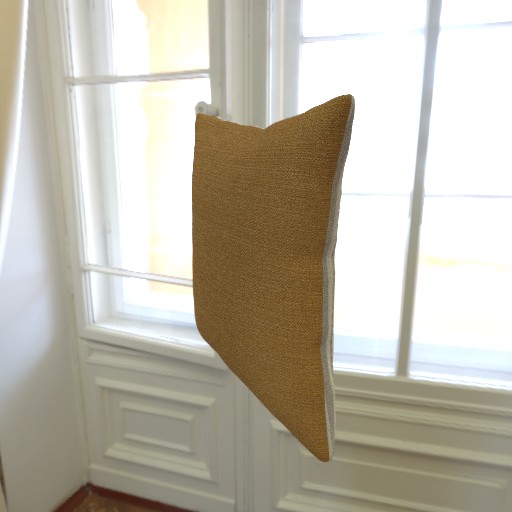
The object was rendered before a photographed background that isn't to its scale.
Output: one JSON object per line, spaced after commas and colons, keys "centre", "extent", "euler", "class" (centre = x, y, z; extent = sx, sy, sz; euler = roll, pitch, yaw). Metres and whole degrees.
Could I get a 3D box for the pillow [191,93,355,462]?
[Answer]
{"centre": [0.000, 0.000, 0.674], "extent": [0.147, 0.437, 0.432], "euler": [-8, 16, -27], "class": "pillow"}
